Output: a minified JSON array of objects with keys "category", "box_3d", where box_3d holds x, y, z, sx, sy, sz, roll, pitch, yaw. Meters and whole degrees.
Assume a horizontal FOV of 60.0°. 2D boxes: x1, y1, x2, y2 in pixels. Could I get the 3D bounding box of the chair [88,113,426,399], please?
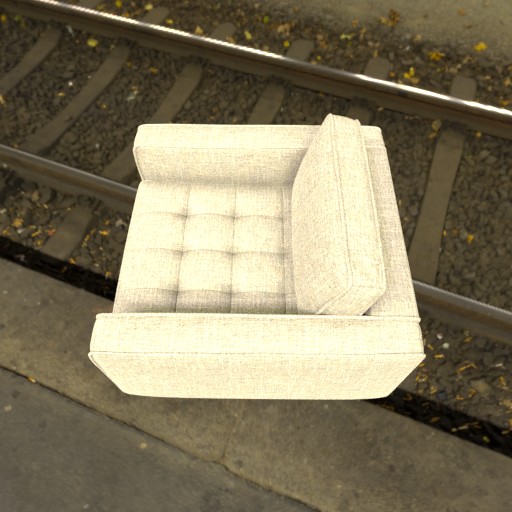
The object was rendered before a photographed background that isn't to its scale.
[{"category":"chair","box_3d":[0.000,0.000,1.551,0.914,0.765,0.889,1,58,0]}]
